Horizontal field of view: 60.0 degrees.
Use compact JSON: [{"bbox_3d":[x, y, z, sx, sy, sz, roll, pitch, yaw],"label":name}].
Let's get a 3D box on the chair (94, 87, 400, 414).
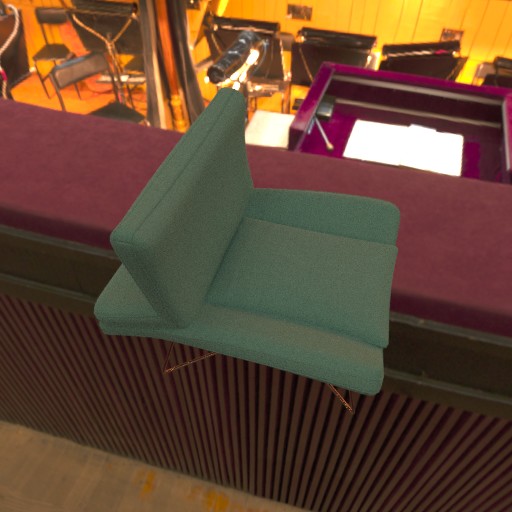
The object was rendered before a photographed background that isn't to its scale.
[{"bbox_3d":[0.000,0.000,1.629,1.008,0.855,0.859,12,48,11],"label":"chair"}]
